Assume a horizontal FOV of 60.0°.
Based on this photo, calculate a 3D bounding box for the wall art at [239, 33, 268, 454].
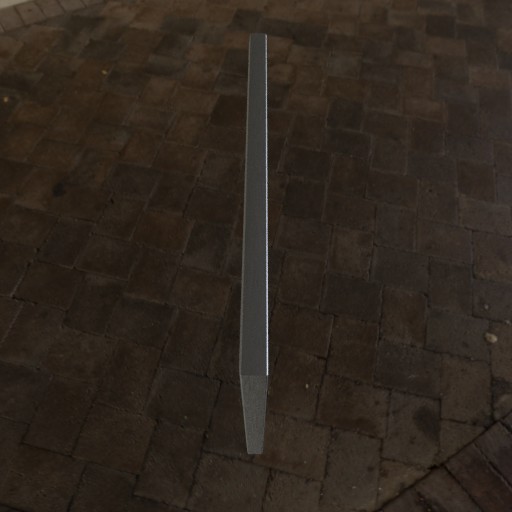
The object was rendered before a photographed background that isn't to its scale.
[{"bbox_3d":[0.000,0.000,0.755,0.028,0.457,0.556,0,58,0],"label":"wall art"}]
